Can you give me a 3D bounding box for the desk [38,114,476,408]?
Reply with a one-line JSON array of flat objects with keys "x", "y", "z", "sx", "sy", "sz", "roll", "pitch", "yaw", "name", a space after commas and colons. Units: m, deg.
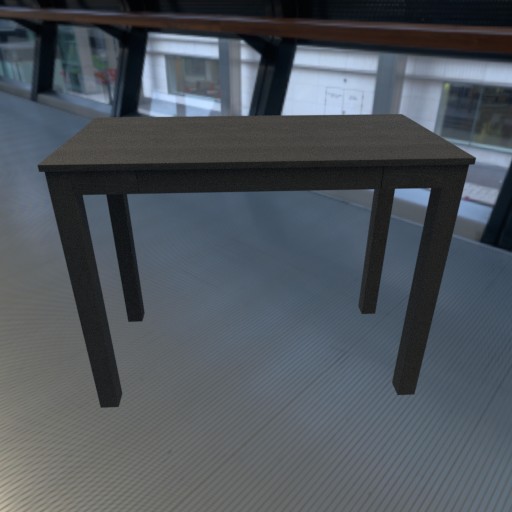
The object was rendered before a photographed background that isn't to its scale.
[{"x": 0.000, "y": 0.000, "z": 1.401, "sx": 0.991, "sy": 0.762, "sz": 0.499, "roll": -2, "pitch": 29, "yaw": -3, "name": "desk"}]
